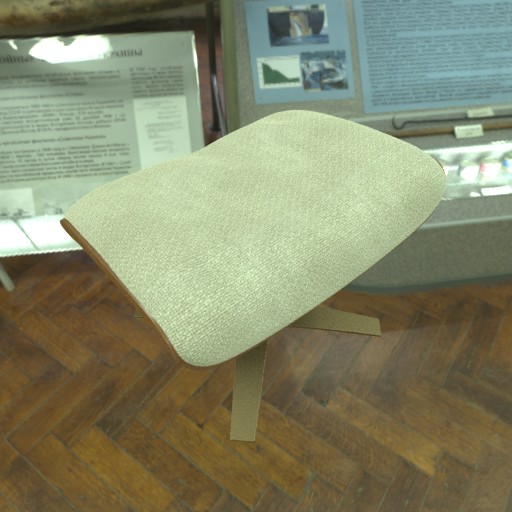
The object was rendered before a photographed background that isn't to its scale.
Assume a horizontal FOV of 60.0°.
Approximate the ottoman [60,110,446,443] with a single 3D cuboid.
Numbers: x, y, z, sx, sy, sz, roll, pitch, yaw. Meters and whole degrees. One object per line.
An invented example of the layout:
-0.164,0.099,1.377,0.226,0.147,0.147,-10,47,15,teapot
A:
0.000,0.000,0.801,0.520,0.391,0.394,-31,53,-26,ottoman
